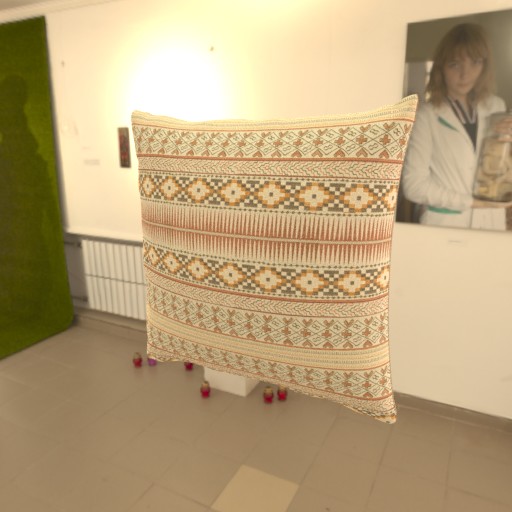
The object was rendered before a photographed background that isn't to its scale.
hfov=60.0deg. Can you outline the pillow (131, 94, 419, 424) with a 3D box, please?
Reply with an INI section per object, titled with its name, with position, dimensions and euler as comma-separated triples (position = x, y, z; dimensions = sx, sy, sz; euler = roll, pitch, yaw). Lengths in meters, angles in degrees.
[pillow]
position = 0.000, 0.000, 0.785
dimensions = 0.521, 0.519, 0.215
euler = 7, 16, 26
